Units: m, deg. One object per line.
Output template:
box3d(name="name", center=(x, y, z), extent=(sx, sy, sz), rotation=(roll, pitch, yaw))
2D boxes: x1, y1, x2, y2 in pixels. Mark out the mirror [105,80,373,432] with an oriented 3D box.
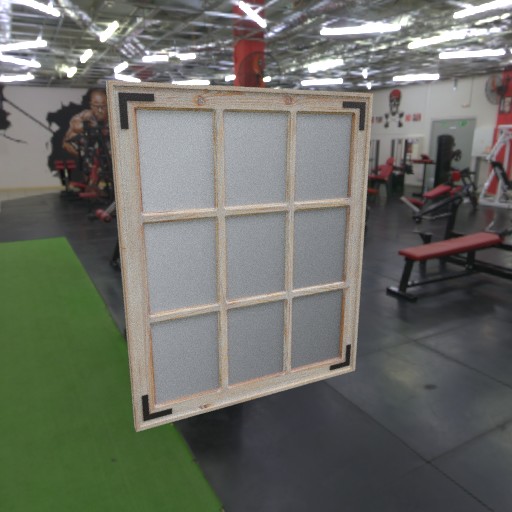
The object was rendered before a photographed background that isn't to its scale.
box3d(name="mirror", center=(0.000, 0.000, 1.240), extent=(0.730, 0.882, 0.032), rotation=(-7, 17, -25))
